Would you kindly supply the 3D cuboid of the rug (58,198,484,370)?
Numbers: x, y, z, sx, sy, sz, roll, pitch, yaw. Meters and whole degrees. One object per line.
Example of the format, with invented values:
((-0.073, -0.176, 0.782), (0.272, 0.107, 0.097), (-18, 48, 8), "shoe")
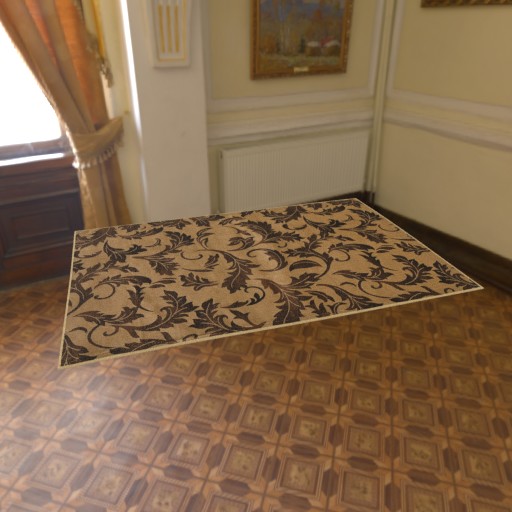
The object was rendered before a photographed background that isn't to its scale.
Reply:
((0.000, 0.000, 2.876), (2.284, 0.008, 1.522), (-8, 29, -15), "rug")
